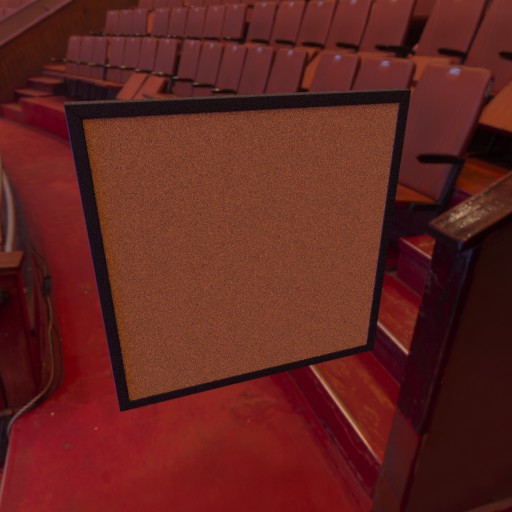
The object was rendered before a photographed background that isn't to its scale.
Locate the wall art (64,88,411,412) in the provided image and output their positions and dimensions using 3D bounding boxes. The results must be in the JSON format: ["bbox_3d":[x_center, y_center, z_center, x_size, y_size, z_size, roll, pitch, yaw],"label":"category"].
[{"bbox_3d":[0.000,0.000,1.112,0.763,0.763,0.037,-9,28,-17],"label":"wall art"}]
